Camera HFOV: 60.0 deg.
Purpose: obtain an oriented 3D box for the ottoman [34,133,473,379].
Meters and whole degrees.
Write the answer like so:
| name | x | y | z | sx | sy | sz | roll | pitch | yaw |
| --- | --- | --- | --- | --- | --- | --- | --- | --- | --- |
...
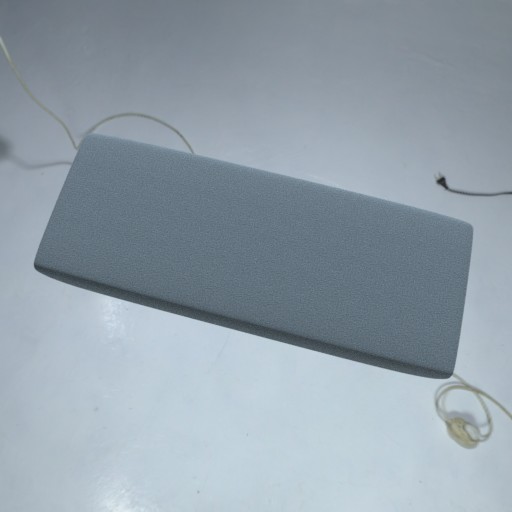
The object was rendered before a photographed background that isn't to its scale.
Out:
| name | x | y | z | sx | sy | sz | roll | pitch | yaw |
| --- | --- | --- | --- | --- | --- | --- | --- | --- | --- |
| ottoman | 0.000 | 0.000 | 1.856 | 1.609 | 0.393 | 0.646 | 14 | 75 | 4 |
